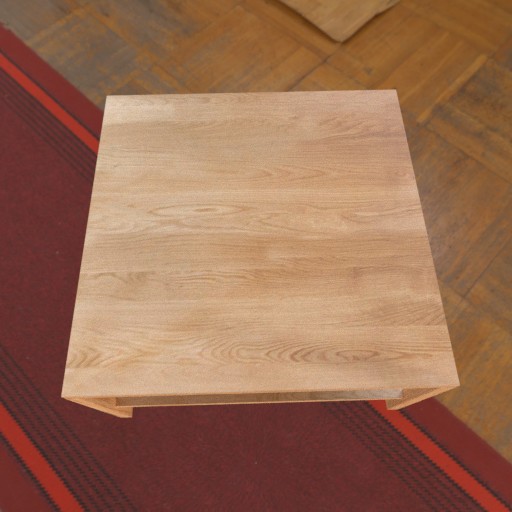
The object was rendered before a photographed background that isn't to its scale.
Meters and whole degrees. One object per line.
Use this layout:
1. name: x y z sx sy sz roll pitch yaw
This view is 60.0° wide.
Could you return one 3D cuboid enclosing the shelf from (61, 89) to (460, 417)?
1. shelf: 0.000 0.000 1.405 0.899 0.480 0.899 -1 65 -1
